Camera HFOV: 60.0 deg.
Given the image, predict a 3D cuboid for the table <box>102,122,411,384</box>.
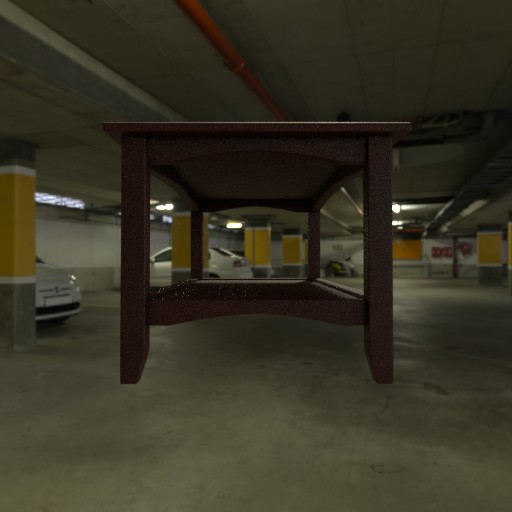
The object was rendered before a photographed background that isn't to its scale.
[{"bbox_3d":[0.000,0.000,1.231,0.533,0.456,0.943,0,0,0],"label":"table"}]
